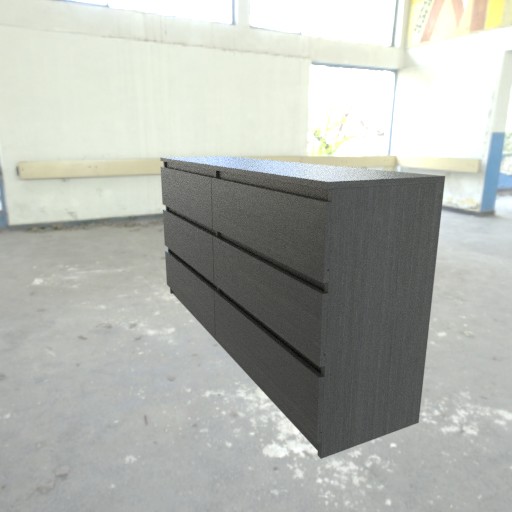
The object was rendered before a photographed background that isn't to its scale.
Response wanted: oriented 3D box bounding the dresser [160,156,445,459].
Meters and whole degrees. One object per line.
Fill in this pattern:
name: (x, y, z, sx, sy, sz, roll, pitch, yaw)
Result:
dresser: (0.000, 0.000, 1.948, 0.400, 0.795, 1.590, -7, 16, -25)
